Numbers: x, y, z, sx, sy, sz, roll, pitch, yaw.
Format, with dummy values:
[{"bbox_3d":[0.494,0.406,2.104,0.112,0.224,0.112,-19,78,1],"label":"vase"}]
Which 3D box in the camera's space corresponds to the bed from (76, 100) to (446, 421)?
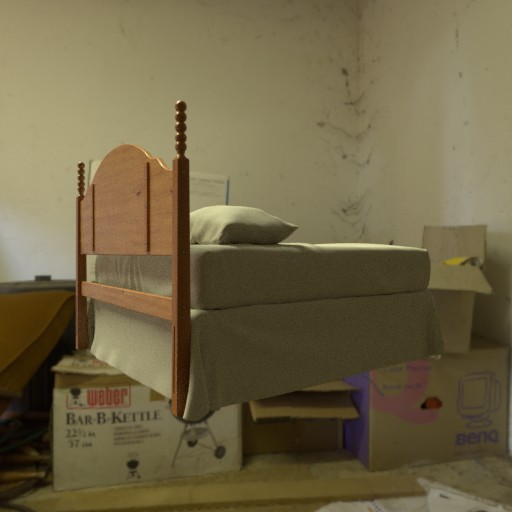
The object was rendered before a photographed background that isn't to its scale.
[{"bbox_3d":[0.000,0.000,3.141,2.040,1.356,1.873,0,1,-36],"label":"bed"}]
